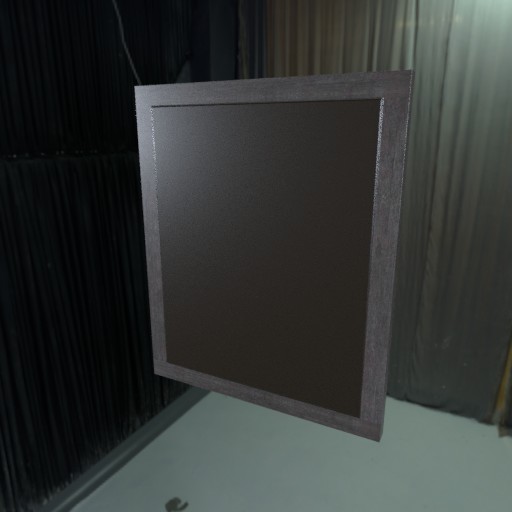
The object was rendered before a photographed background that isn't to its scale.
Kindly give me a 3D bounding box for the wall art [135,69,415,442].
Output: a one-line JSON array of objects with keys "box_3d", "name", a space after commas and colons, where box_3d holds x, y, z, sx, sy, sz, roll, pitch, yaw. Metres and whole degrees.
[{"box_3d": [0.000, 0.000, 0.781, 0.479, 0.580, 0.027, 8, 17, 26], "name": "wall art"}]
